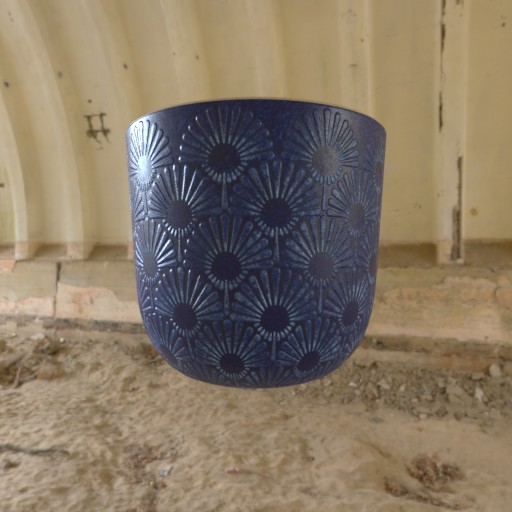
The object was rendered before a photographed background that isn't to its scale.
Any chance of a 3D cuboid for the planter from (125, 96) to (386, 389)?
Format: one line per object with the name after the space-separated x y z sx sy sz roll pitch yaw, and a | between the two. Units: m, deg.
0.000 0.000 0.365 0.206 0.190 0.206 0 0 0 | planter
